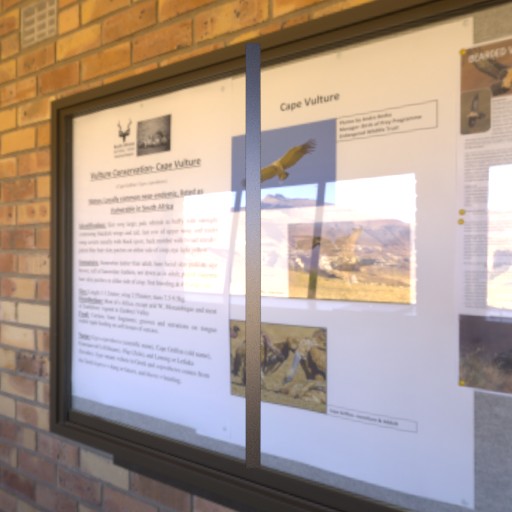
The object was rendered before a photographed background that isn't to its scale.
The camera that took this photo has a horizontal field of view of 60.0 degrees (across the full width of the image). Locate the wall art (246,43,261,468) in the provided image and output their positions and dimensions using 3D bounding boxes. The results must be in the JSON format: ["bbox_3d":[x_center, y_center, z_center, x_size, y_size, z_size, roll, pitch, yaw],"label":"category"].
[{"bbox_3d":[0.000,0.000,0.536,0.012,0.332,0.383,0,0,1],"label":"wall art"}]
